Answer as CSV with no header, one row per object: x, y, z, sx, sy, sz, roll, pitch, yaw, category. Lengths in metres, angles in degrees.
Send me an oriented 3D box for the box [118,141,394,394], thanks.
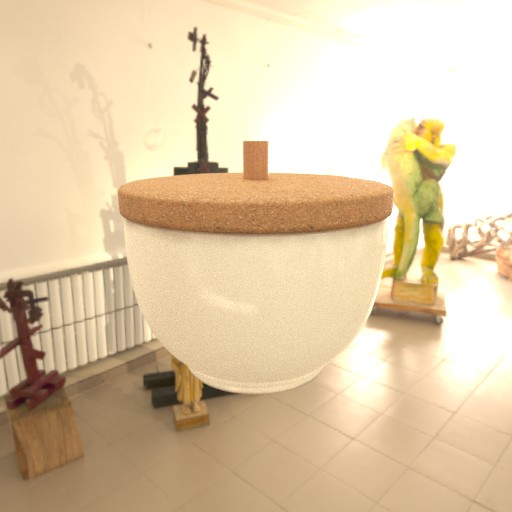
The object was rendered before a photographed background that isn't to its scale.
0.000,0.000,0.186,0.107,0.094,0.107,0,15,0,box
